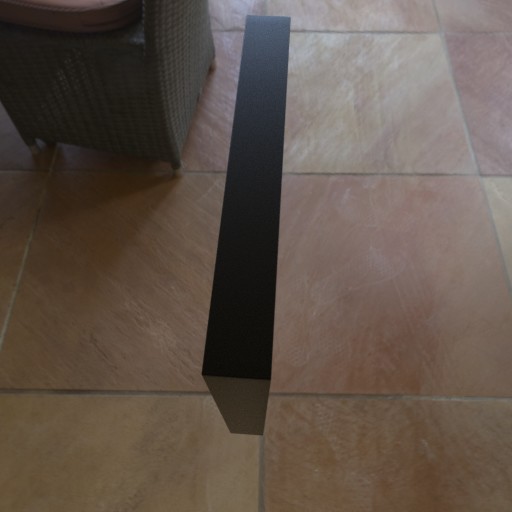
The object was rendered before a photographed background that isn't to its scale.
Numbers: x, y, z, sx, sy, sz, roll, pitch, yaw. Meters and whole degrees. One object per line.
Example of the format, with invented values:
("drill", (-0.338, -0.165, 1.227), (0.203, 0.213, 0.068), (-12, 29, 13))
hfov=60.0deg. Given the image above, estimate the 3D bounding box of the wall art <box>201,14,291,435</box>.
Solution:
("wall art", (0.000, 0.000, 0.435), (0.037, 0.299, 0.299), (4, 63, 2))
